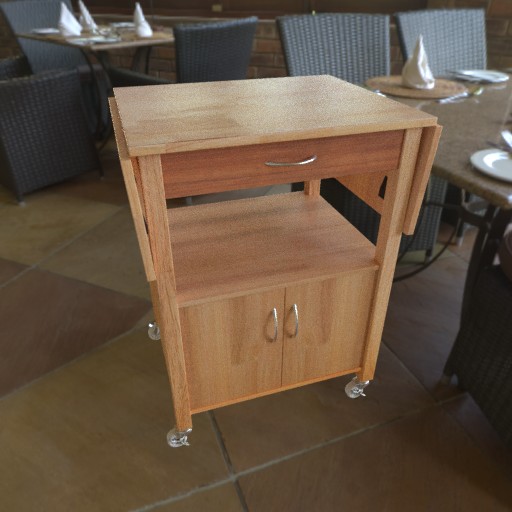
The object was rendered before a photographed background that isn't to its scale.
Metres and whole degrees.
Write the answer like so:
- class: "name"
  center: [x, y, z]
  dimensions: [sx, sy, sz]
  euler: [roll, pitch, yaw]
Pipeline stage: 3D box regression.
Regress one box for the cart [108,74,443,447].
- class: "cart"
  center: [0.000, 0.000, 1.236]
  dimensions: [0.640, 0.838, 0.508]
  euler: [-10, 33, -15]
